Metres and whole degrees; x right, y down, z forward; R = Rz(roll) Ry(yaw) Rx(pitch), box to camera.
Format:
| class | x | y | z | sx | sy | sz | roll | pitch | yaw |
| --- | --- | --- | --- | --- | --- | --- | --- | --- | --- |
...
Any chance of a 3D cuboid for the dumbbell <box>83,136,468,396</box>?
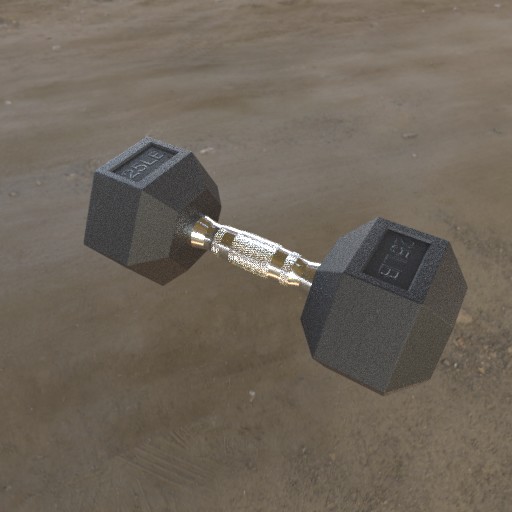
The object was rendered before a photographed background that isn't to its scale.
| class | x | y | z | sx | sy | sz | roll | pitch | yaw |
| --- | --- | --- | --- | --- | --- | --- | --- | --- | --- |
| dumbbell | 0.000 | 0.000 | 0.373 | 0.315 | 0.113 | 0.129 | 23 | 49 | 22 |
